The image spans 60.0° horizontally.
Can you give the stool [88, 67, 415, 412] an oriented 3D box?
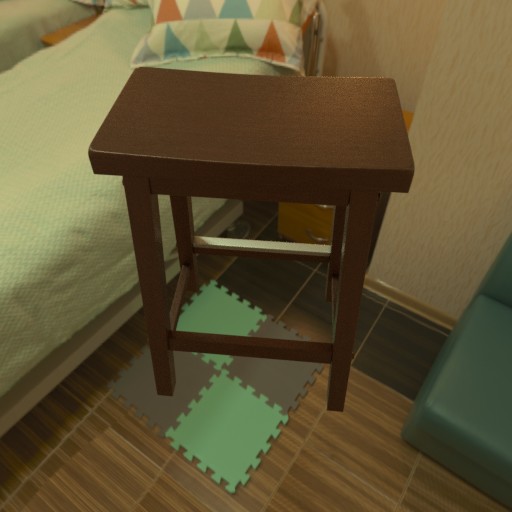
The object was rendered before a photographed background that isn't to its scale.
[{"bbox_3d":[0.000,0.000,0.843,0.406,0.610,0.322,4,49,4],"label":"stool"}]
